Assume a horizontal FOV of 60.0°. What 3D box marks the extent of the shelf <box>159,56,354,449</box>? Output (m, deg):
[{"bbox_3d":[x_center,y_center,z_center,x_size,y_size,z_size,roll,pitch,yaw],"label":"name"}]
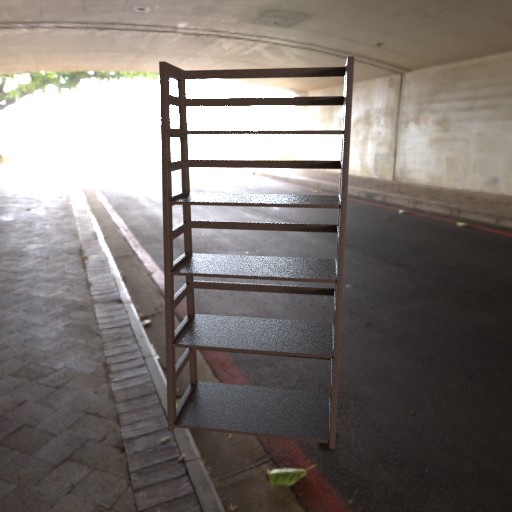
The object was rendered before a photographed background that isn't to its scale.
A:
[{"bbox_3d":[0.000,0.000,1.969,0.763,1.600,0.403,2,15,9],"label":"shelf"}]
